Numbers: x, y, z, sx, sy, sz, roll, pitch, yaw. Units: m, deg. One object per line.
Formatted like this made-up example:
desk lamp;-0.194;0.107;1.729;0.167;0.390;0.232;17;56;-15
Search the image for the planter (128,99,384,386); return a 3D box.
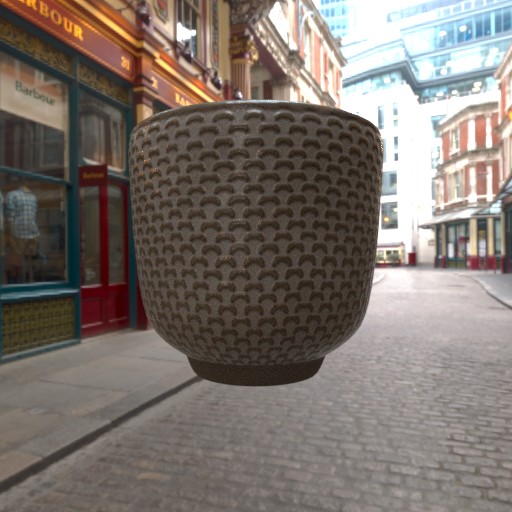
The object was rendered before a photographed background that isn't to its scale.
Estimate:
planter;0.000;0.000;0.311;0.173;0.160;0.173;0;-1;0
